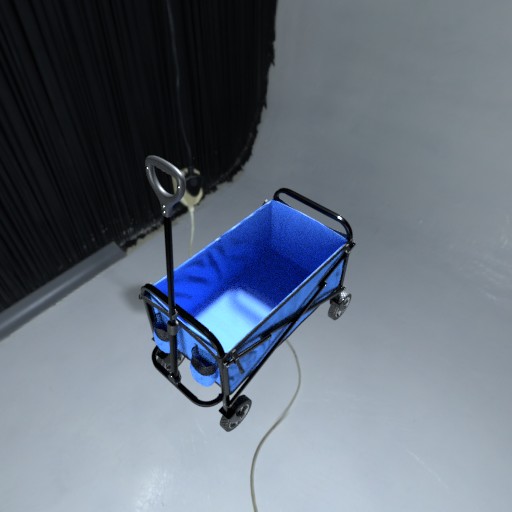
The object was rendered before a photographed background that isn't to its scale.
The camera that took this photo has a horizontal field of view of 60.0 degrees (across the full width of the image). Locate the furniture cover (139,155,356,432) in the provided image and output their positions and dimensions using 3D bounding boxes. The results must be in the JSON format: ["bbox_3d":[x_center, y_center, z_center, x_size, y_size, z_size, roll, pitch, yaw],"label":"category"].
[{"bbox_3d":[0.000,0.000,1.847,0.532,1.295,1.038,33,54,28],"label":"furniture cover"}]
